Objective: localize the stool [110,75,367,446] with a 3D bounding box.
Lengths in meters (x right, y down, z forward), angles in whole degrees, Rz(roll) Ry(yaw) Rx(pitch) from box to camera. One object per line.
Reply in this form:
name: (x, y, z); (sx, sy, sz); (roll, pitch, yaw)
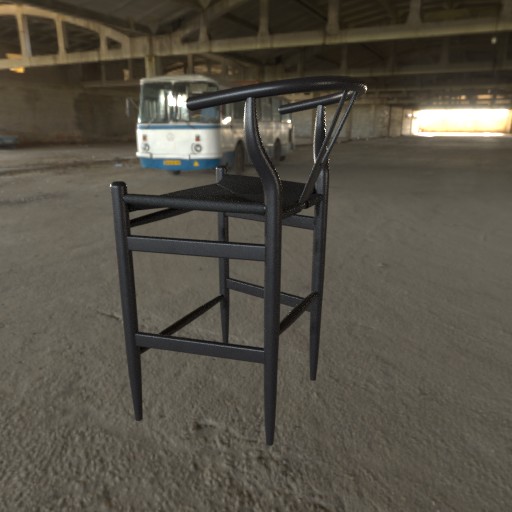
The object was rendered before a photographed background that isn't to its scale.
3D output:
stool: (0.000, 0.000, 1.327); (0.579, 0.970, 0.569); (8, 18, 25)
